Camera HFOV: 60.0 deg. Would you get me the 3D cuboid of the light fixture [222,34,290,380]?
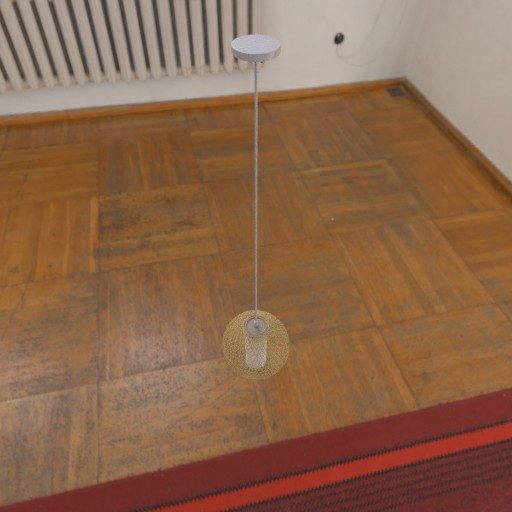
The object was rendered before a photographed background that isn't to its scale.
[{"bbox_3d":[0.000,0.000,2.117,0.407,1.955,0.406,24,51,21],"label":"light fixture"}]
